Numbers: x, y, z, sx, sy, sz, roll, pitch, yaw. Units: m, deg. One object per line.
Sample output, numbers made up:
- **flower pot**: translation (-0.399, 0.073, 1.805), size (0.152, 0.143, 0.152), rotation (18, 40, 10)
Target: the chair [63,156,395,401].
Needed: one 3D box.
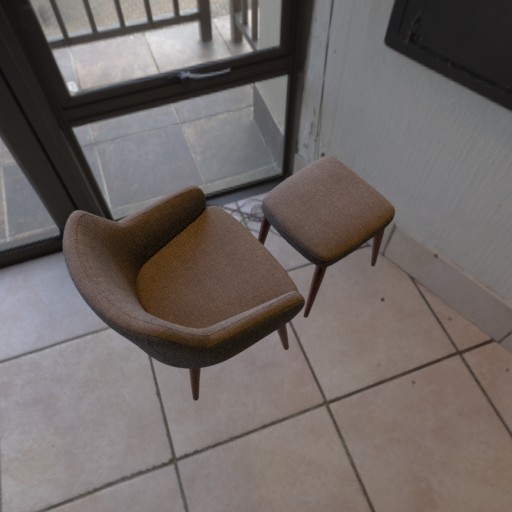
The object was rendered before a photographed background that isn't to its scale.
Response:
- **chair**: translation (0.000, 0.000, 1.586), size (1.107, 0.799, 0.584), rotation (-34, 64, -19)
